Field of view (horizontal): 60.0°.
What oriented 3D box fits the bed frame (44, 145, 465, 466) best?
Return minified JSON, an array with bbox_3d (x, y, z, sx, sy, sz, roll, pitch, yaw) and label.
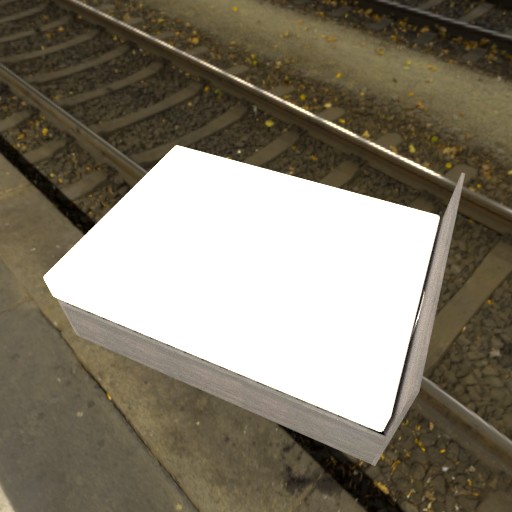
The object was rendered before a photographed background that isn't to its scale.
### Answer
[{"bbox_3d":[0.000,0.000,2.568,1.900,0.800,1.400,18,50,16],"label":"bed frame"}]
